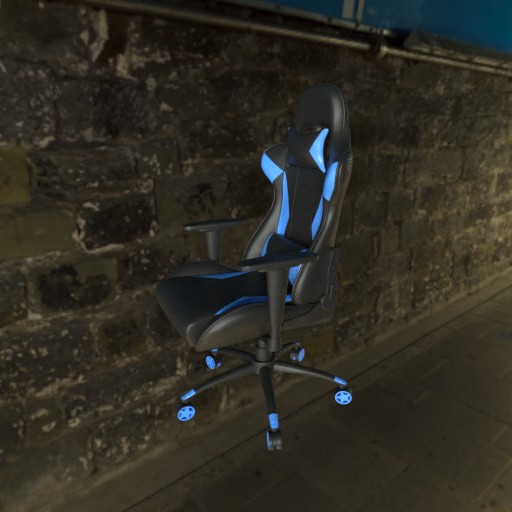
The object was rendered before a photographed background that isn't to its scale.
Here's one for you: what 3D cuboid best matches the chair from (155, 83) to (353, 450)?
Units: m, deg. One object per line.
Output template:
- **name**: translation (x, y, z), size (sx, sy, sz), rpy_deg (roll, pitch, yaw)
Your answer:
- **chair**: translation (0.000, 0.000, 1.741), size (0.730, 1.282, 0.695), rpy_deg (-8, 19, -25)
